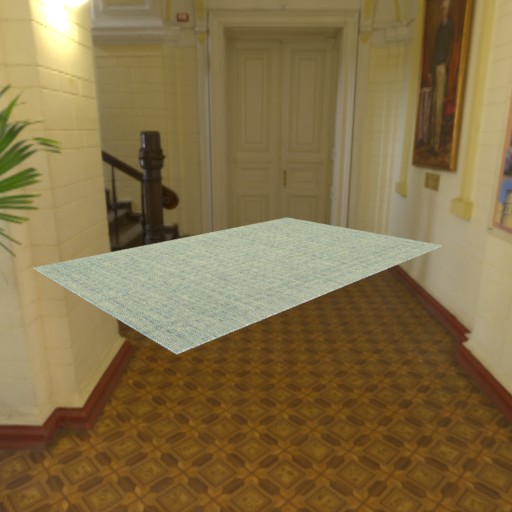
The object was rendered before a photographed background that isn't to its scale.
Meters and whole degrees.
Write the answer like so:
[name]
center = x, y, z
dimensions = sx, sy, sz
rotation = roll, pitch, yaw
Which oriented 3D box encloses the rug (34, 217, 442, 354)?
[rug]
center = 0.000, 0.000, 2.242
dimensions = 1.752, 0.006, 1.142
rotation = -15, 22, -42
